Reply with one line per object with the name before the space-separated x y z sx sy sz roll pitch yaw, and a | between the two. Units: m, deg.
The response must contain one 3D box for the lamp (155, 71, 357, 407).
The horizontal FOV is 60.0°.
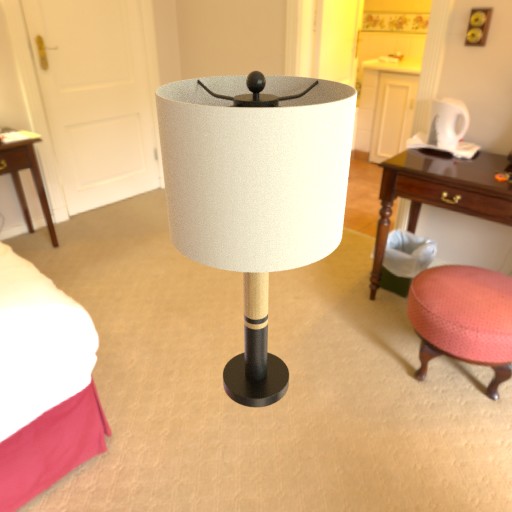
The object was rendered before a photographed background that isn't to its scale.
lamp | 0.000 0.000 0.825 0.305 0.640 0.305 2 29 4
